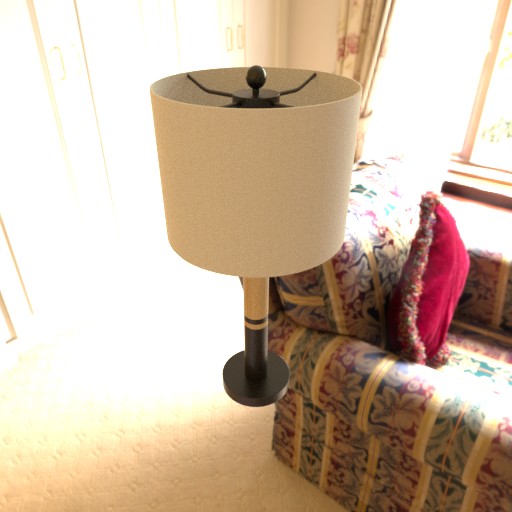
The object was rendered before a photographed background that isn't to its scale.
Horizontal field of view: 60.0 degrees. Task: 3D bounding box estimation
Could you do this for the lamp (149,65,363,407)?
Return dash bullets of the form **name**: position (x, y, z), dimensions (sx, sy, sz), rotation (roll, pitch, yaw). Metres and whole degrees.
- **lamp**: position (0.000, 0.000, 0.801), dimensions (0.305, 0.640, 0.305), rotation (0, 32, 0)
